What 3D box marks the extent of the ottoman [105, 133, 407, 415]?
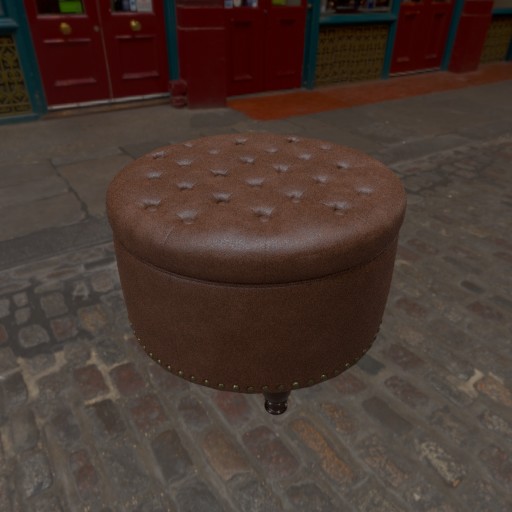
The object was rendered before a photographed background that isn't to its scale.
[{"bbox_3d":[0.000,0.000,1.070,0.637,0.442,0.637,0,32,0],"label":"ottoman"}]
